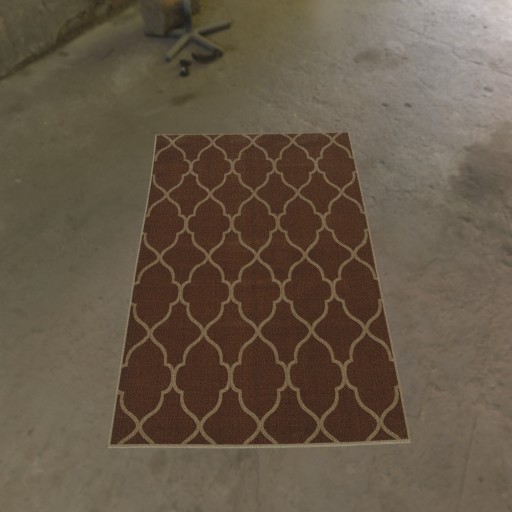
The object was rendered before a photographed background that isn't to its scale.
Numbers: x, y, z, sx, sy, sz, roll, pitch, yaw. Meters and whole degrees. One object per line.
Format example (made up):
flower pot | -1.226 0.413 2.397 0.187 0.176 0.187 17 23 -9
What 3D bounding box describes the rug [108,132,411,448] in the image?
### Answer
rug | 0.000 0.000 2.842 1.528 0.014 2.294 -1 57 -1
